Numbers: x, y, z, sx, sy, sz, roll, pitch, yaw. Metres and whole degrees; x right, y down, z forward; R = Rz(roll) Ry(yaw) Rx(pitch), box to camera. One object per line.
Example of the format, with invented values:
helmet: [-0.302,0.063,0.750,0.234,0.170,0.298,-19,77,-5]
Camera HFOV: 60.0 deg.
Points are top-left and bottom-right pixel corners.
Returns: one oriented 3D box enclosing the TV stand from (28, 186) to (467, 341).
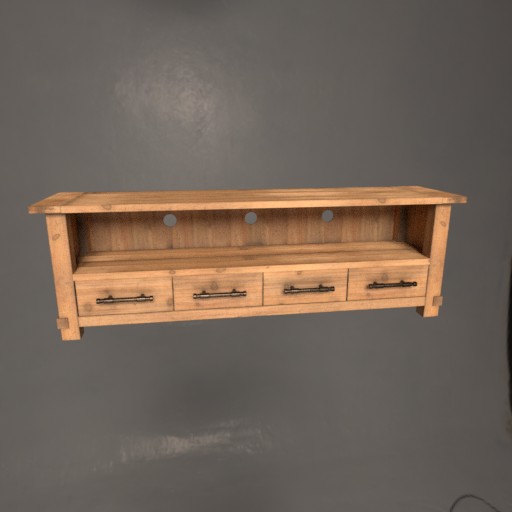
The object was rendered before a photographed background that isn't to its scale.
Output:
TV stand: [0.000,0.000,2.072,1.804,0.573,0.453,-2,15,-9]
